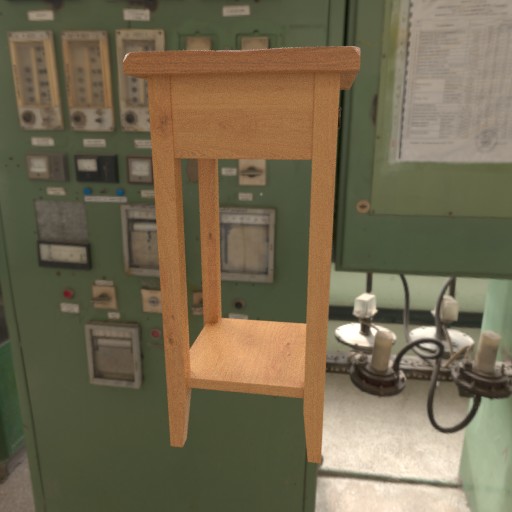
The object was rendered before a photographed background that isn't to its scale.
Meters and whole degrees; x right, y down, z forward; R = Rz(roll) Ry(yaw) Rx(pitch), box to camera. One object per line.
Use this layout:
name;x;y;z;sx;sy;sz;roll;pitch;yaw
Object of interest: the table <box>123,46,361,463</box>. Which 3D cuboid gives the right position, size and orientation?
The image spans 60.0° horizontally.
table;0.000;0.000;0.928;0.360;0.740;0.360;3;16;9
